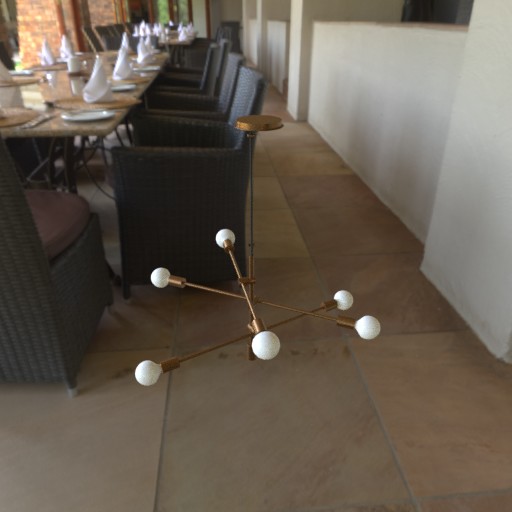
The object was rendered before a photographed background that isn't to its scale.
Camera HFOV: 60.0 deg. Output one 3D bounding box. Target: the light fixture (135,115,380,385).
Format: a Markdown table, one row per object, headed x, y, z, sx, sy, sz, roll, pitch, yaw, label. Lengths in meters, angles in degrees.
| x | y | z | sx | sy | sz | roll | pitch | yaw | label |
| --- | --- | --- | --- | --- | --- | --- | --- | --- | --- |
| 0.000 | 0.000 | 1.244 | 0.682 | 0.744 | 0.637 | -1 | 28 | -2 | light fixture |
